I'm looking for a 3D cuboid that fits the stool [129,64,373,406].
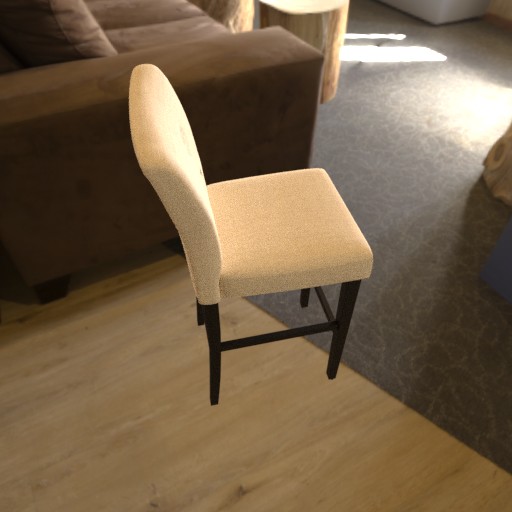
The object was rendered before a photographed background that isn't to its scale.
[{"bbox_3d":[0.000,0.000,1.463,0.603,1.124,0.516,-9,46,-9],"label":"stool"}]
